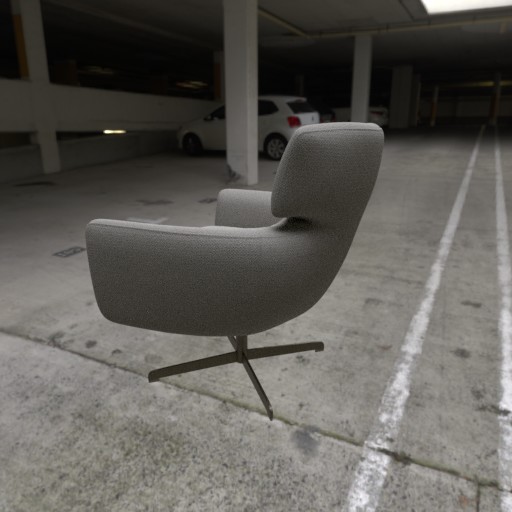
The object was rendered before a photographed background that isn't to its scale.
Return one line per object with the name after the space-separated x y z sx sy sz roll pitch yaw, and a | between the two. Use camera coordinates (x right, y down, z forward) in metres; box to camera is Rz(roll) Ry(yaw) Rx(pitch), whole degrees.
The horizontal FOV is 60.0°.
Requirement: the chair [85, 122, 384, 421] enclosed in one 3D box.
0.000 0.000 1.412 0.730 0.810 0.760 8 18 25 | chair
